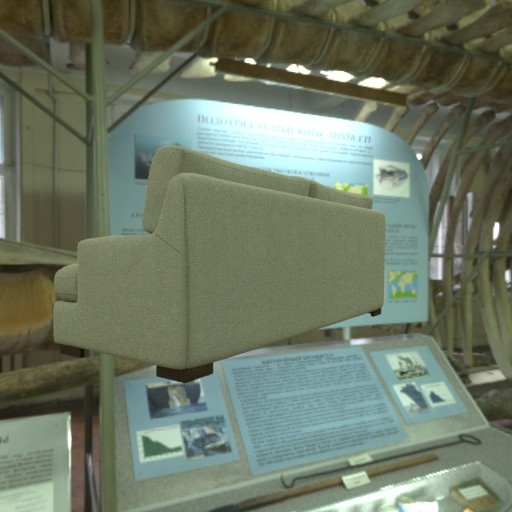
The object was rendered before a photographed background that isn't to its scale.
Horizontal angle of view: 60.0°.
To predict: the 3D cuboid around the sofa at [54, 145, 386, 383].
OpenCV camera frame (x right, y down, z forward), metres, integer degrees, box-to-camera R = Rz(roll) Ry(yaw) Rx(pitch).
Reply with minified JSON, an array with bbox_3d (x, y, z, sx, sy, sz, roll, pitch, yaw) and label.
[{"bbox_3d":[0.000,0.000,2.935,0.962,0.980,2.354,1,1,35],"label":"sofa"}]
